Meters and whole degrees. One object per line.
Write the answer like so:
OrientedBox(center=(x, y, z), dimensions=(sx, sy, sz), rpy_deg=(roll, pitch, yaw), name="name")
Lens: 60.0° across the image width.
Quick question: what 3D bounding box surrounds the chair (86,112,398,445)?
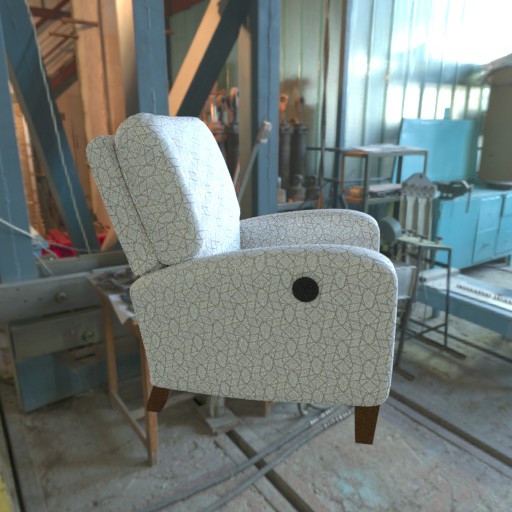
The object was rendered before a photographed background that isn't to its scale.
OrientedBox(center=(0.000, 0.000, 1.743), dimensions=(0.995, 1.064, 0.796), rpy_deg=(3, 16, 10), name="chair")
